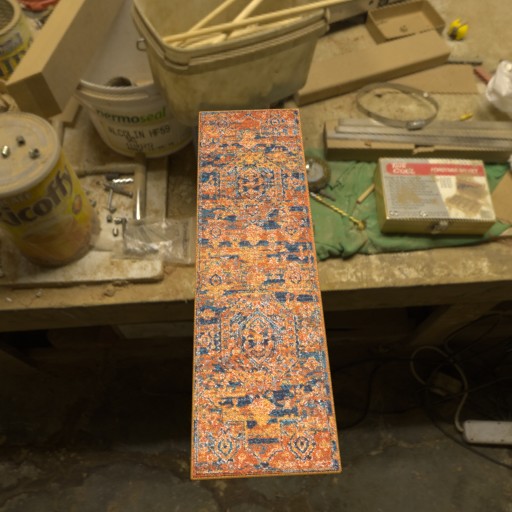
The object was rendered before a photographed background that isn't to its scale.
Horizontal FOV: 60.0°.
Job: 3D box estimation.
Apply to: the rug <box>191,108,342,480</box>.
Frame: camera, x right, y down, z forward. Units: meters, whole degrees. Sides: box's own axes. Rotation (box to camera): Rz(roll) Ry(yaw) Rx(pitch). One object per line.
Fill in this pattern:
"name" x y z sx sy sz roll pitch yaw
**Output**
"rug" 0.000 0.000 2.038 0.556 0.013 1.820 -2 63 -1
